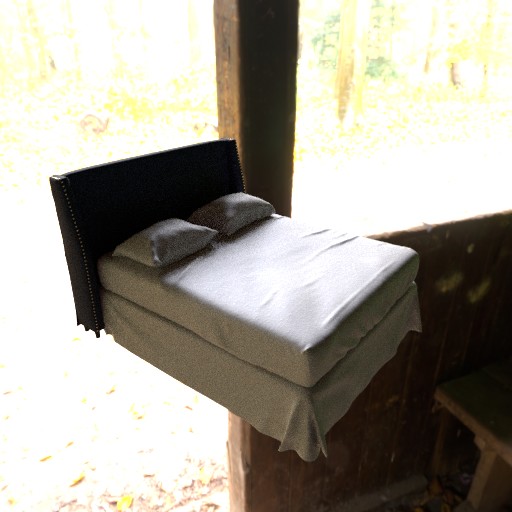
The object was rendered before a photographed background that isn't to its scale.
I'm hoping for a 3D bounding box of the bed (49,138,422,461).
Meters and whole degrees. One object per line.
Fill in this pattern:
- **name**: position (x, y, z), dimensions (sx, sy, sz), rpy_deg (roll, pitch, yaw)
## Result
- **bed**: position (0.000, 0.000, 3.446), dimensions (2.276, 1.332, 1.925), rpy_deg (18, 31, 34)
